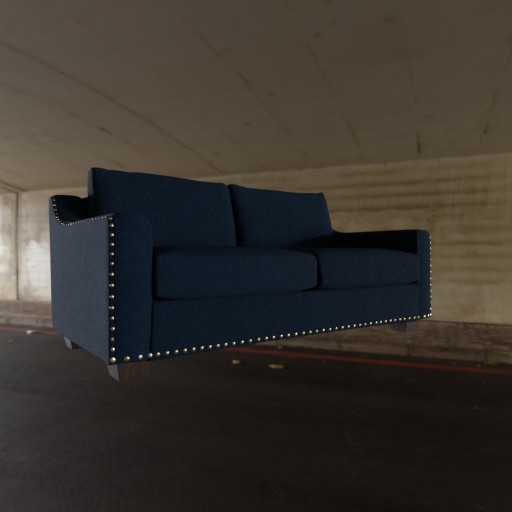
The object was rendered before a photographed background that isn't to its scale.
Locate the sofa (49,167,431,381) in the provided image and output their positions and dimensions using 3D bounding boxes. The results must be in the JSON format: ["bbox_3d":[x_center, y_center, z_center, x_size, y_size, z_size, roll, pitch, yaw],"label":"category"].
[{"bbox_3d":[0.000,0.000,2.685,2.107,0.983,1.104,0,0,-36],"label":"sofa"}]
